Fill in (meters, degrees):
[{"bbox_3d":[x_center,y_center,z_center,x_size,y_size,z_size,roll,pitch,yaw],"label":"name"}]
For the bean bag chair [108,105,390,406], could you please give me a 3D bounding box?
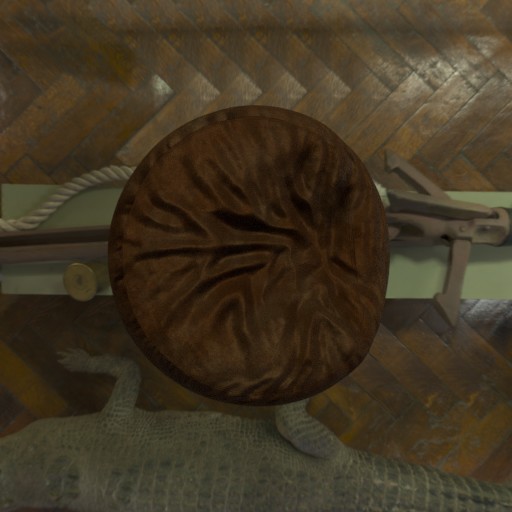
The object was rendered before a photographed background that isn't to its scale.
[{"bbox_3d":[0.000,0.000,1.507,0.918,0.616,0.918,0,90,-2],"label":"bean bag chair"}]
